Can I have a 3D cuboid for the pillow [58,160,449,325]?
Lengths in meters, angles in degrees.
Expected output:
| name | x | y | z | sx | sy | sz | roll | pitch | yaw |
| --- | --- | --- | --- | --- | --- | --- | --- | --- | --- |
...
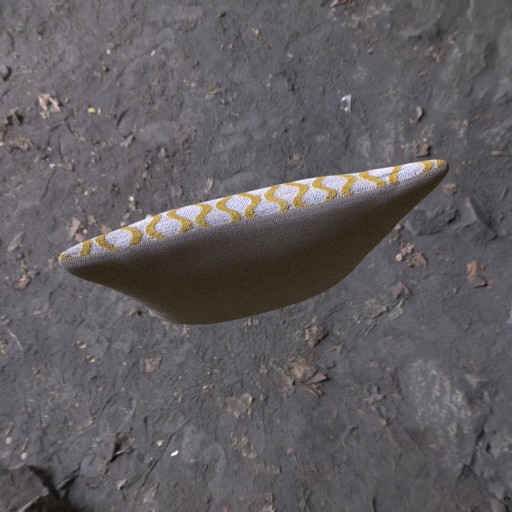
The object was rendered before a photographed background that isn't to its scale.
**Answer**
| name | x | y | z | sx | sy | sz | roll | pitch | yaw |
| --- | --- | --- | --- | --- | --- | --- | --- | --- | --- |
| pillow | 0.000 | 0.000 | 0.673 | 0.429 | 0.436 | 0.159 | -16 | 77 | -4 |
